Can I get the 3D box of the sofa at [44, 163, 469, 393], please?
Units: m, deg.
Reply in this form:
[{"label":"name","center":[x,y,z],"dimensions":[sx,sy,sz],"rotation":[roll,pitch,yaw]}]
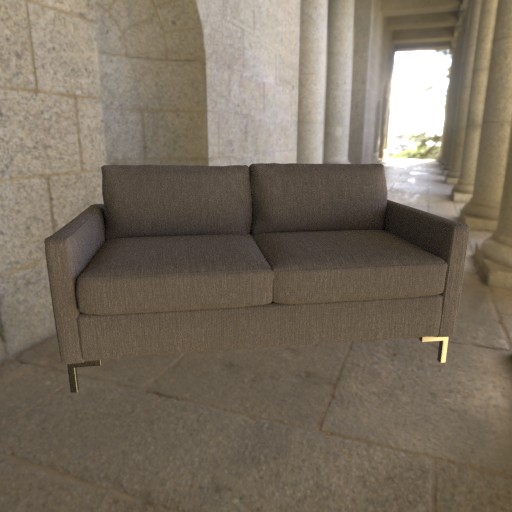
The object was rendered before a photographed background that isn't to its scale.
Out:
[{"label":"sofa","center":[0.000,0.000,2.132],"dimensions":[1.682,0.840,0.875],"rotation":[-2,16,-8]}]
